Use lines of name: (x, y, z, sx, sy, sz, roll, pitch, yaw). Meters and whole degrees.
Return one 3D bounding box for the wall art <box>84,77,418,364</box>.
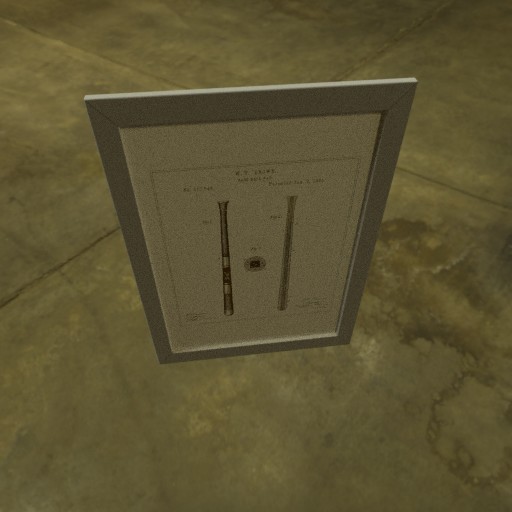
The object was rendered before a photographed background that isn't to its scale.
wall art: (0.000, 0.000, 0.681, 0.374, 0.529, 0.012, -5, 45, -5)
